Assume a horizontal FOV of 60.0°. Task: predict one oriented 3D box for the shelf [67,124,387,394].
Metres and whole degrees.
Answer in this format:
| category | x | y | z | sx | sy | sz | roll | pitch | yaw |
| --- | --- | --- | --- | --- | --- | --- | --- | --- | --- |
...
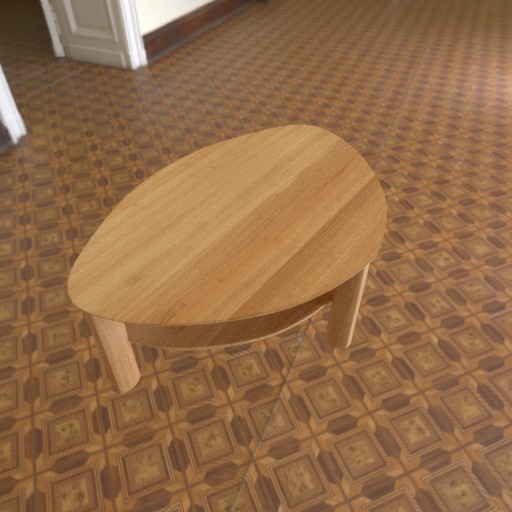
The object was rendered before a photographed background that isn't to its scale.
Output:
| category | x | y | z | sx | sy | sz | roll | pitch | yaw |
| --- | --- | --- | --- | --- | --- | --- | --- | --- | --- |
| shelf | 0.000 | 0.000 | 1.615 | 0.845 | 0.440 | 1.246 | 26 | 48 | 26 |
